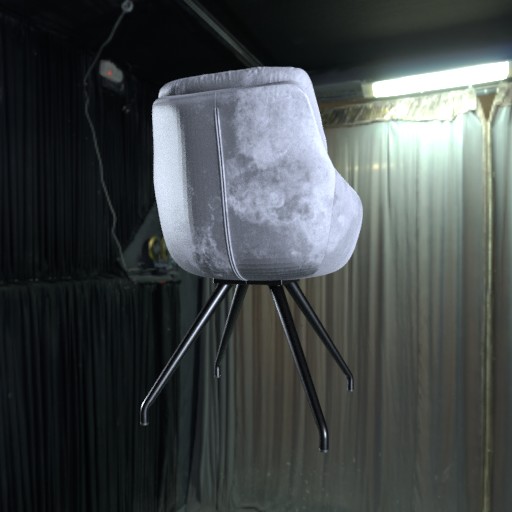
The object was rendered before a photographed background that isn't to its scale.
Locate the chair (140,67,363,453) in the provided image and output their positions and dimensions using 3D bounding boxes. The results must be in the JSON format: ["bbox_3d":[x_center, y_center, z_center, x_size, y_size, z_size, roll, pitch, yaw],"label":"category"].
[{"bbox_3d":[0.000,0.000,1.292,0.579,0.888,0.569,0,1,19],"label":"chair"}]
